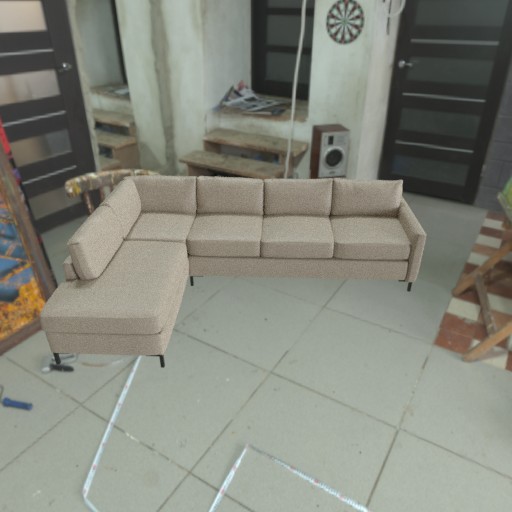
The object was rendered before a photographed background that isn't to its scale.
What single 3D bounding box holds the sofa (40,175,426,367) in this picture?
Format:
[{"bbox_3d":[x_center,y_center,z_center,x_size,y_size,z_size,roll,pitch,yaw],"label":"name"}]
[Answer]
[{"bbox_3d":[0.000,0.000,3.155,2.423,0.703,1.617,1,30,2],"label":"sofa"}]
